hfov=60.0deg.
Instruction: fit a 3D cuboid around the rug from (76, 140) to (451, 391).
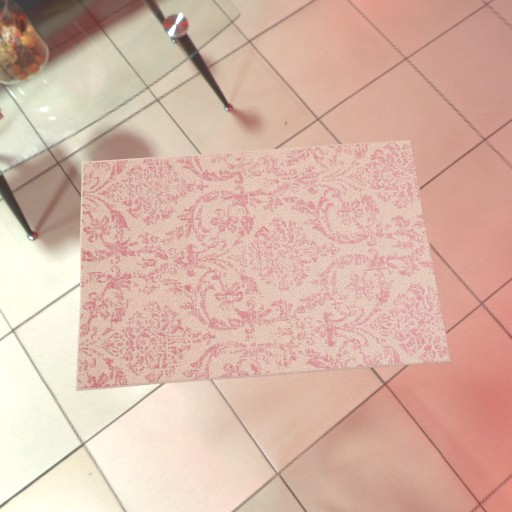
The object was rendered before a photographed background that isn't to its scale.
[{"bbox_3d":[0.000,0.000,2.316,1.839,0.012,1.219,-4,75,-1],"label":"rug"}]
